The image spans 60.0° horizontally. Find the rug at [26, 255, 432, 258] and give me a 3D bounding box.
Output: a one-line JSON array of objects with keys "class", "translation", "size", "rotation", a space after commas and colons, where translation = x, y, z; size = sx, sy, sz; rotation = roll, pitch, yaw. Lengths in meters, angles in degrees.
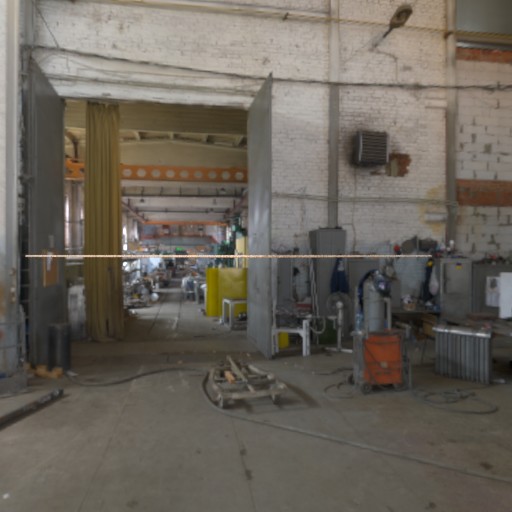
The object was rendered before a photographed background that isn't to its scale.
[{"class": "rug", "translation": [0.000, 0.000, 4.288], "size": [2.448, 0.013, 3.205], "rotation": [0, 0, 36]}]
